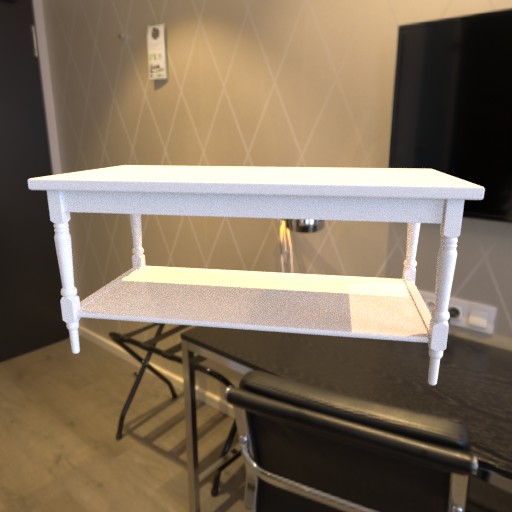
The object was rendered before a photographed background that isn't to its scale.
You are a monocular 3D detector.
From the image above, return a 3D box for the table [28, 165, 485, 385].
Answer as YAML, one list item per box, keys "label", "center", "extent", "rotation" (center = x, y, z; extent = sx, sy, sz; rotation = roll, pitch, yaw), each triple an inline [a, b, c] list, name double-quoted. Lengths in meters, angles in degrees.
- label: "table"
  center: [0.000, 0.000, 1.383]
  extent: [1.107, 0.510, 0.550]
  rotation: [3, 15, 9]
